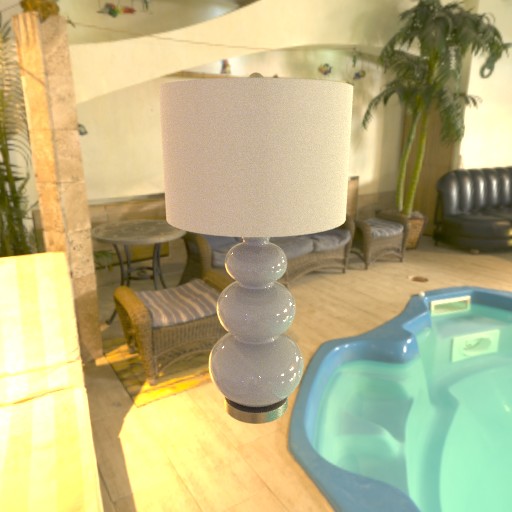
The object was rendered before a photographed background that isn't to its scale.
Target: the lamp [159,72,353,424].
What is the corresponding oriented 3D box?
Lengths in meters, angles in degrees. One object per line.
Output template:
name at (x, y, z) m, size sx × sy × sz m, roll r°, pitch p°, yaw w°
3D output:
lamp at (0.000, 0.000, 0.949) m, size 0.367 × 0.730 × 0.367 m, roll -8°, pitch 18°, yaw -25°
